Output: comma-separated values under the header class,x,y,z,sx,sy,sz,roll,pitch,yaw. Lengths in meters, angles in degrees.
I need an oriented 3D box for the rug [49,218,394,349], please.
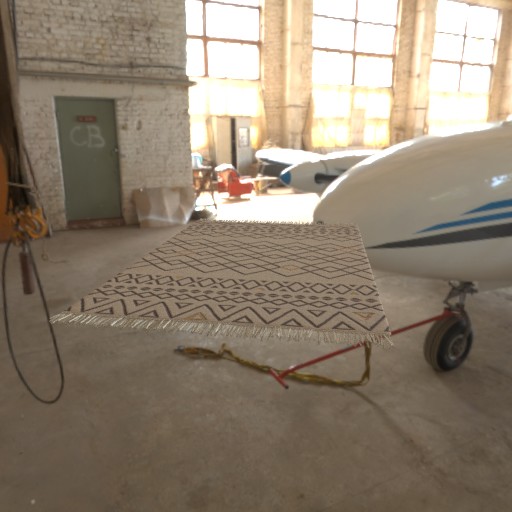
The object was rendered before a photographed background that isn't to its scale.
class,x,y,z,sx,sy,sz,roll,pitch,yaw
rug,0.000,0.000,2.470,1.224,0.028,2.023,2,16,9
